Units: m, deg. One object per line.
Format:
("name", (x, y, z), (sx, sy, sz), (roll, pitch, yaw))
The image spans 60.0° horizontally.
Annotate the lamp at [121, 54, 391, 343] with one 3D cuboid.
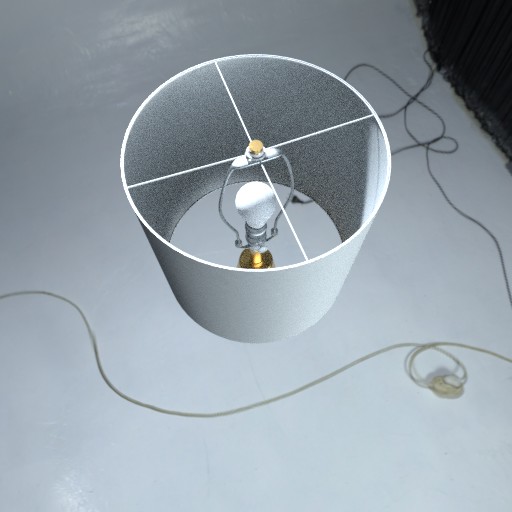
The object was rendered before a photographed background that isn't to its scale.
("lamp", (0.000, 0.000, 0.765), (0.308, 0.580, 0.308), (-18, 66, -9))
